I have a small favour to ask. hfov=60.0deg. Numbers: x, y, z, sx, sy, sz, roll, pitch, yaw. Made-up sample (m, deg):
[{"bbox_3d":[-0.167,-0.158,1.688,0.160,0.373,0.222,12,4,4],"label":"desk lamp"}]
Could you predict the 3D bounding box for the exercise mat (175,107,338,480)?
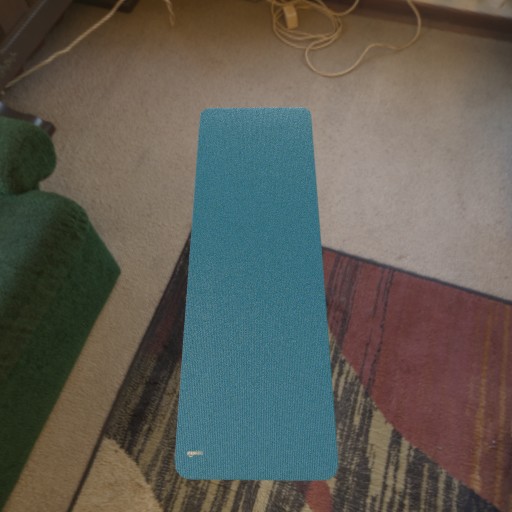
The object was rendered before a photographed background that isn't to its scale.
[{"bbox_3d":[0.000,0.000,2.067,0.616,0.021,1.869,0,63,0],"label":"exercise mat"}]
